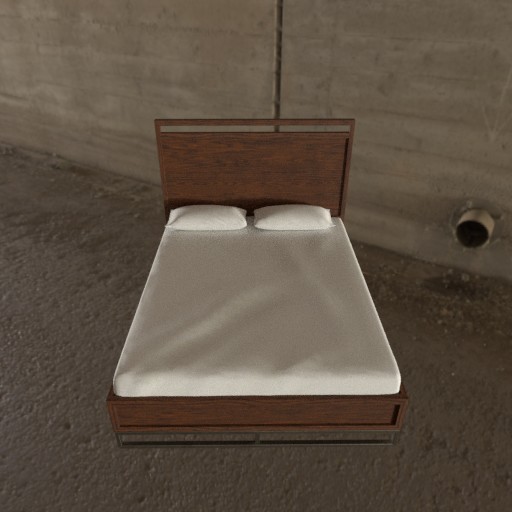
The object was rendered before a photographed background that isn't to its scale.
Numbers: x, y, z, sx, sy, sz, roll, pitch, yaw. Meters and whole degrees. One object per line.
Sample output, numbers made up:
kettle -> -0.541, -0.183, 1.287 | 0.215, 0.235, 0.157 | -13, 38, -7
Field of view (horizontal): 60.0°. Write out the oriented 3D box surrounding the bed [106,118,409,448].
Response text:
bed -> 0.000, 0.000, 3.361 | 1.765, 1.487, 2.218 | 0, 32, 0
